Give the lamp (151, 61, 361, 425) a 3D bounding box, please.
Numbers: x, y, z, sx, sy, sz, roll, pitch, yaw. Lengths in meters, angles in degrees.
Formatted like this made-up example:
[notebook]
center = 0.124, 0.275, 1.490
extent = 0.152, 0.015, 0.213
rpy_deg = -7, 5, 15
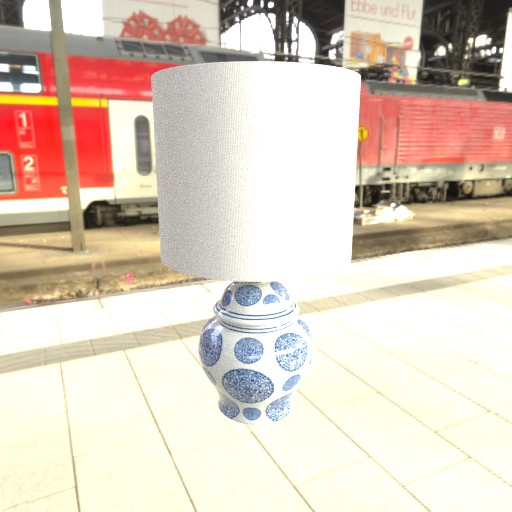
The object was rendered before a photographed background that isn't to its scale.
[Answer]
[lamp]
center = 0.000, 0.000, 0.512
extent = 0.215, 0.381, 0.215
rpy_deg = -7, 16, -27
